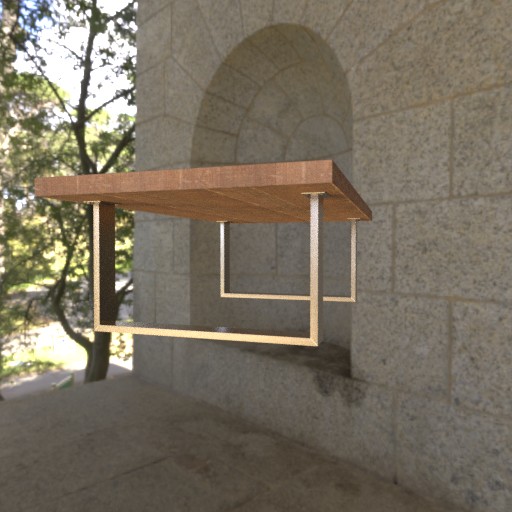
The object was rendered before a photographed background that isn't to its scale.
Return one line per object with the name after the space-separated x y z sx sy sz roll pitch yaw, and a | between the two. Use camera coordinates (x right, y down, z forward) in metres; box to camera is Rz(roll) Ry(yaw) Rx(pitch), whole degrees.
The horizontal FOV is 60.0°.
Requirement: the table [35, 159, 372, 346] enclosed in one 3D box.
0.000 0.000 1.739 0.800 0.440 1.400 0 1 18 | table
